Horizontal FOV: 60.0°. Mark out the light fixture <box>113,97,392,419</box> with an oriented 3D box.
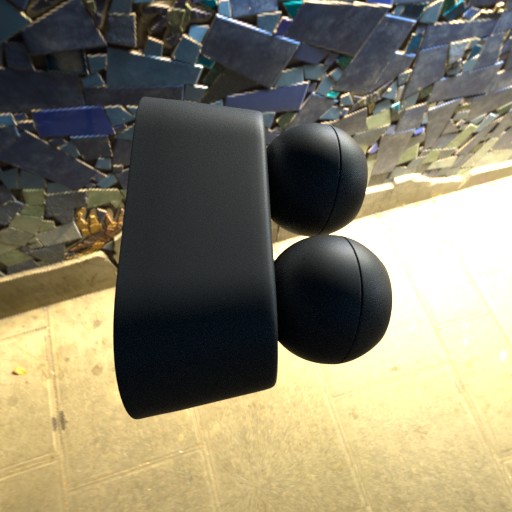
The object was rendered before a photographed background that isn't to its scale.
[{"bbox_3d":[0.000,0.000,0.330,0.159,0.159,0.229,-2,63,-1],"label":"light fixture"}]
